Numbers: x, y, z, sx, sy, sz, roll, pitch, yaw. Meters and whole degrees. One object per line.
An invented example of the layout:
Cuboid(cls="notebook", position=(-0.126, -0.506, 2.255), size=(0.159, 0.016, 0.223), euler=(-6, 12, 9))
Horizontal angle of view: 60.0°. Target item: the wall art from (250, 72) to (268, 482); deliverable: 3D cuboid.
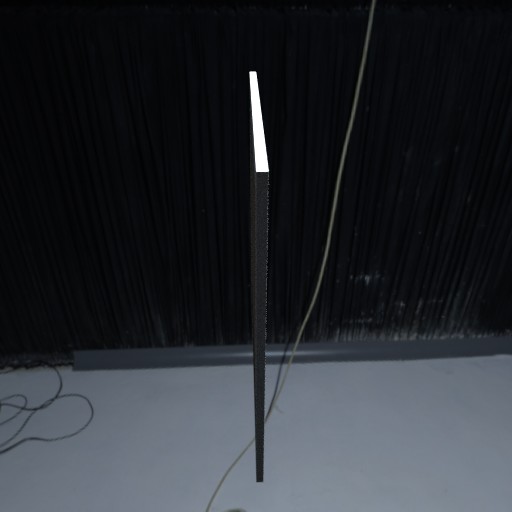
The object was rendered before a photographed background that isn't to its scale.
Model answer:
Cuboid(cls="wall art", position=(0.000, 0.000, 0.883), size=(0.013, 0.584, 0.584), euler=(-1, 32, -1))
